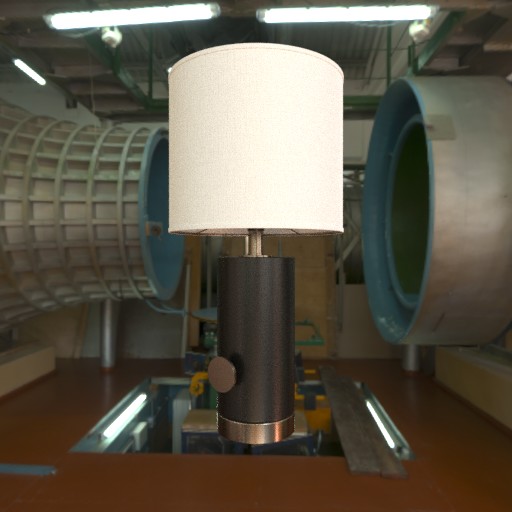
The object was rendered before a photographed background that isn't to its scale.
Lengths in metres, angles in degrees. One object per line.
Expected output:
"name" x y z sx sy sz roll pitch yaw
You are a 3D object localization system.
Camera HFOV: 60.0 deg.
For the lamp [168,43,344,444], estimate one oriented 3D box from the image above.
"lamp" 0.000 0.000 0.621 0.241 0.482 0.240 0 0 37
